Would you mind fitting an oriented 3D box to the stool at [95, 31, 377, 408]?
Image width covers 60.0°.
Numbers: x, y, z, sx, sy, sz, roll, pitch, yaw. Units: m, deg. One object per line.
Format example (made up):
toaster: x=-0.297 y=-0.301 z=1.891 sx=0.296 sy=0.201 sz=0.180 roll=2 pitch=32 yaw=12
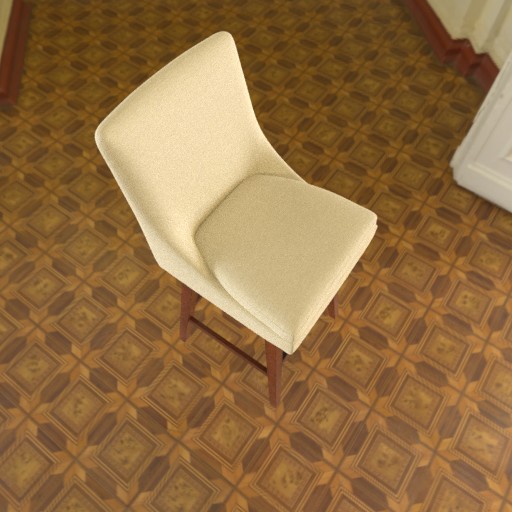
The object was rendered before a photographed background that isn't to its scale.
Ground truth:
stool: x=0.000 y=0.000 z=1.381 sx=0.559 sy=1.097 sz=0.470 roll=31 pitch=64 yaw=17
